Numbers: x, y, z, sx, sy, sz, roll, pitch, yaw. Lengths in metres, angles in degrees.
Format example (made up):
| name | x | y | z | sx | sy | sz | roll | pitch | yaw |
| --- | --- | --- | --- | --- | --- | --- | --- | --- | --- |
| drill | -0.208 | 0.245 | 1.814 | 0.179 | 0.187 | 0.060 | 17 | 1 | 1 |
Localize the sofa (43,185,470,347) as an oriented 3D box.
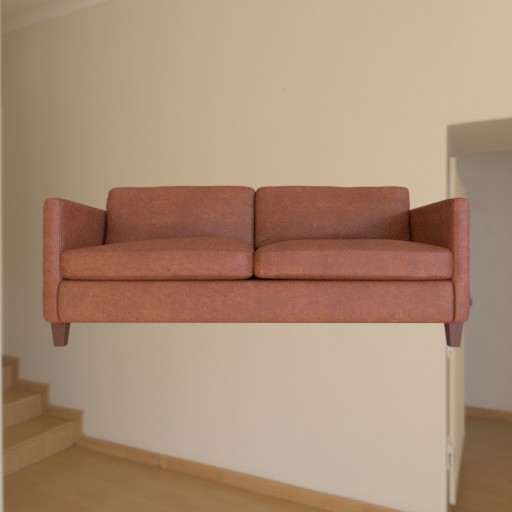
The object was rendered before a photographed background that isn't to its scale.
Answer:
| name | x | y | z | sx | sy | sz | roll | pitch | yaw |
| --- | --- | --- | --- | --- | --- | --- | --- | --- | --- |
| sofa | 0.000 | 0.000 | 2.706 | 2.204 | 0.932 | 0.950 | 0 | 0 | 0 |
